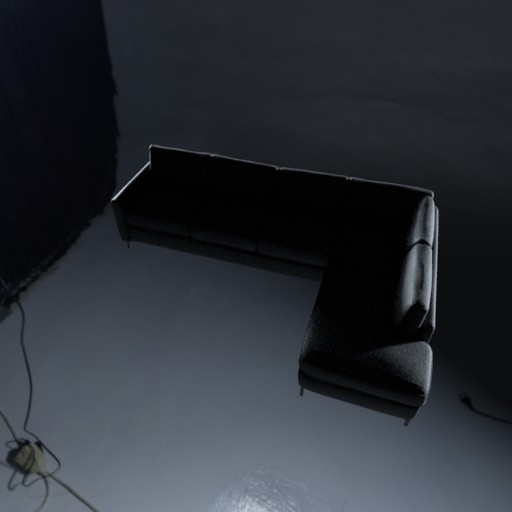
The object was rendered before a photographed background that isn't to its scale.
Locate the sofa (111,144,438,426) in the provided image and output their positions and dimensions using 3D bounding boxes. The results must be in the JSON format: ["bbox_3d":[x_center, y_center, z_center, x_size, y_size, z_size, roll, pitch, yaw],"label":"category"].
[{"bbox_3d":[0.000,0.000,3.854,2.972,0.858,1.984,13,44,13],"label":"sofa"}]
